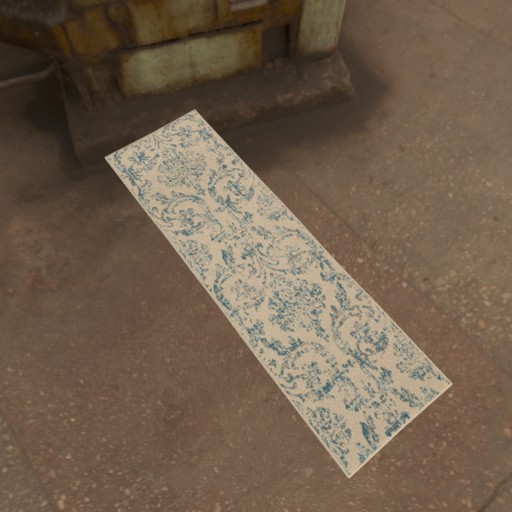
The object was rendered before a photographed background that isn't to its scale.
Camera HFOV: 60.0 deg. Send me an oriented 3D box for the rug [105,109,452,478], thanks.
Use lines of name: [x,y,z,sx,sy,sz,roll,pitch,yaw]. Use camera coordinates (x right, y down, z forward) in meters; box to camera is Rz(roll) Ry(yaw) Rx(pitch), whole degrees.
rug: [0.000,0.000,2.395,0.662,0.011,2.196,-34,68,-16]
